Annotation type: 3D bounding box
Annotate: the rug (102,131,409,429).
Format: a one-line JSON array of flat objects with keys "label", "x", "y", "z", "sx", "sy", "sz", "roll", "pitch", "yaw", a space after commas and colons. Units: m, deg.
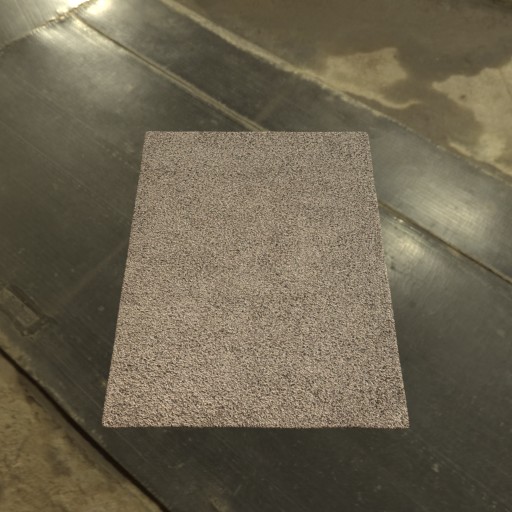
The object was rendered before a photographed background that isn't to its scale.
[{"label": "rug", "x": 0.000, "y": 0.000, "z": 4.183, "sx": 2.438, "sy": 0.029, "sz": 3.047, "roll": 0, "pitch": 63, "yaw": 0}]
